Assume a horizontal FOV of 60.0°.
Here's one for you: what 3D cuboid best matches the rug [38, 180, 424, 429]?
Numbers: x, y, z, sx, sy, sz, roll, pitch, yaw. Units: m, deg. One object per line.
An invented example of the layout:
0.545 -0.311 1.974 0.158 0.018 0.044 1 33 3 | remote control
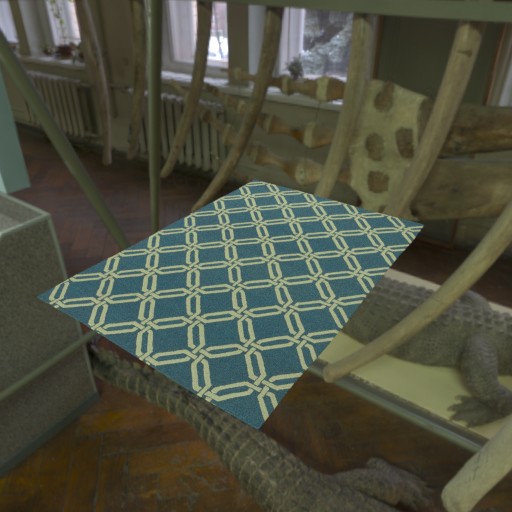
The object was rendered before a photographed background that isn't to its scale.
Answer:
0.000 0.000 2.850 1.524 0.013 2.135 20 37 29 | rug
